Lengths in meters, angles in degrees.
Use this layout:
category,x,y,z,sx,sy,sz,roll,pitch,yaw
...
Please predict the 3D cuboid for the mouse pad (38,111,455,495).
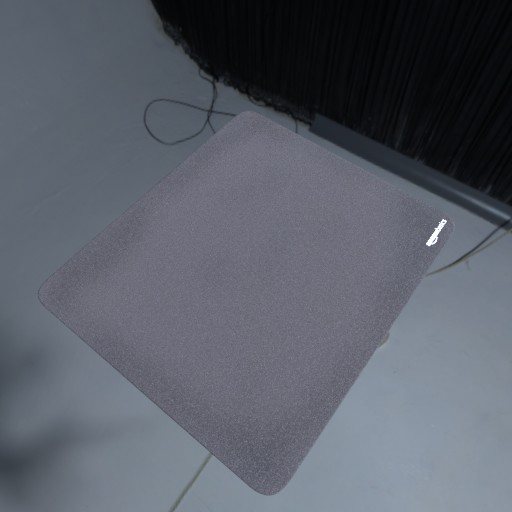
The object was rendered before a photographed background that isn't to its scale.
category,x,y,z,sx,sy,sz,roll,pitch,yaw
mouse pad,0.000,0.000,0.605,0.393,0.002,0.451,34,64,19
